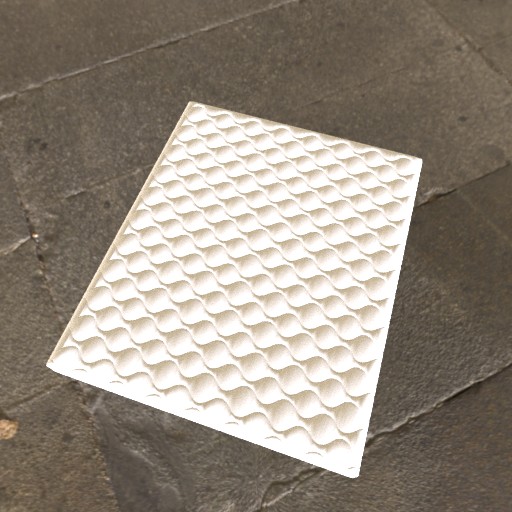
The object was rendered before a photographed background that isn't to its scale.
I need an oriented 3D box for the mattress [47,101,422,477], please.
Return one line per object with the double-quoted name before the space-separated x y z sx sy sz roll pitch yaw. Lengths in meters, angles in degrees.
"mattress" 0.000 0.000 2.569 1.600 0.200 1.900 16 64 8
